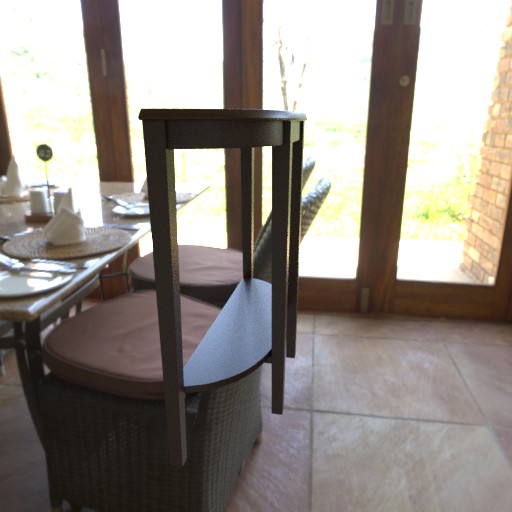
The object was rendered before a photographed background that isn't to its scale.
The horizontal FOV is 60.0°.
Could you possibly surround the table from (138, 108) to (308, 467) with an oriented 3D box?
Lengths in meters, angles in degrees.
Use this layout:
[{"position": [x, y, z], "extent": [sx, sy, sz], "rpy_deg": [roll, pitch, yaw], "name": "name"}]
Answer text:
[{"position": [0.000, 0.000, 1.348], "extent": [0.274, 0.831, 0.909], "rpy_deg": [3, 17, 11], "name": "table"}]
